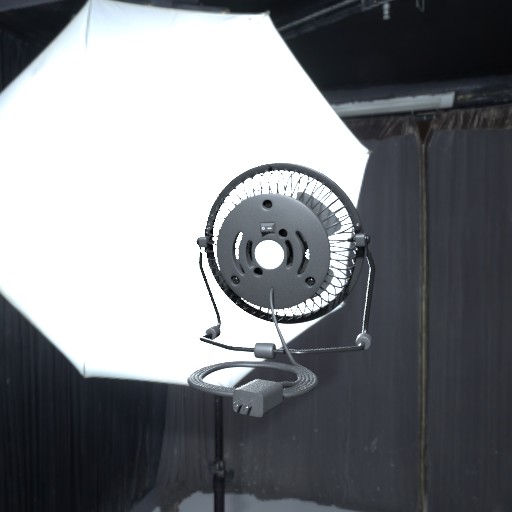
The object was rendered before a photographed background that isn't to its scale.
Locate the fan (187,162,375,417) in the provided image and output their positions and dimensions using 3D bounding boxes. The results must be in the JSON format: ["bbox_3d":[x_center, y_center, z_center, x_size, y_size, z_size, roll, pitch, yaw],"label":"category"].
[{"bbox_3d":[0.000,0.000,0.307,0.153,0.152,0.202,0,0,18],"label":"fan"}]
